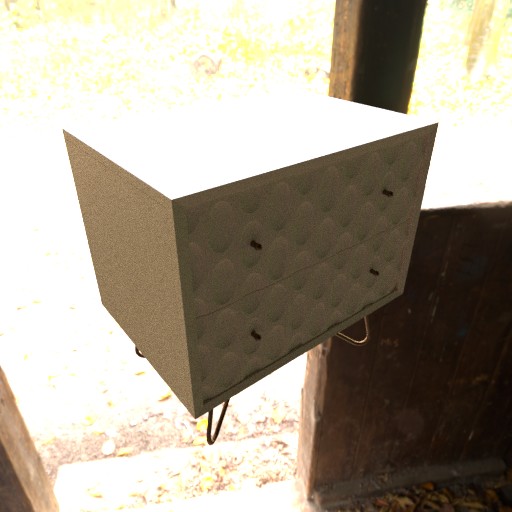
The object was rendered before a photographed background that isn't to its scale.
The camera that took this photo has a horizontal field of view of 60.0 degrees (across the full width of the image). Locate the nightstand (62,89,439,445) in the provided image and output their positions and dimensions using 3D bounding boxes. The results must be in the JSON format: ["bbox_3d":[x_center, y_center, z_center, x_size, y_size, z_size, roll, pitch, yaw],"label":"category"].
[{"bbox_3d":[0.000,0.000,1.033,0.614,0.604,0.447,-22,38,-32],"label":"nightstand"}]
